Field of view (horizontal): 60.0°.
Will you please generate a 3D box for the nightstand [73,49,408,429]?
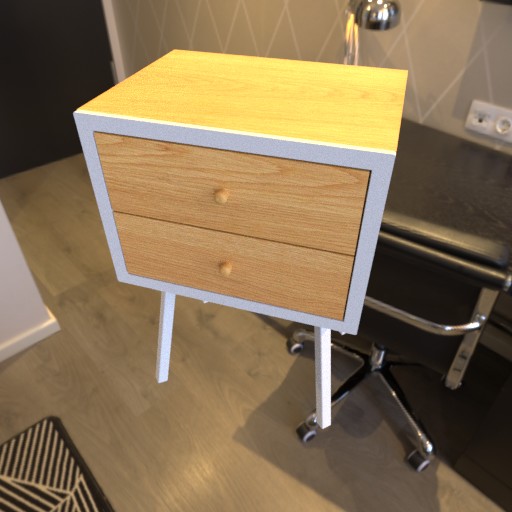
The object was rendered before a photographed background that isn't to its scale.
[{"bbox_3d":[0.000,0.000,0.814,0.400,0.601,0.316,11,41,13],"label":"nightstand"}]
